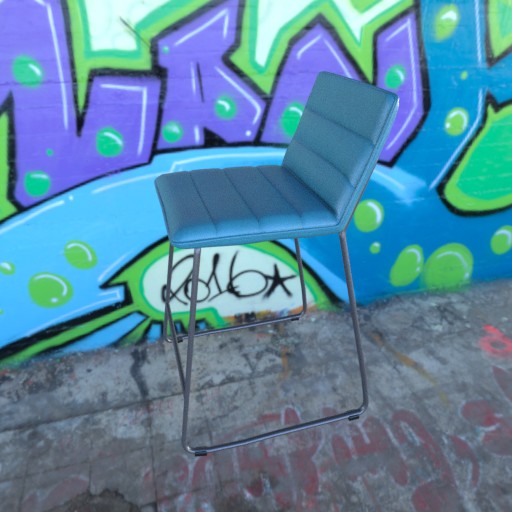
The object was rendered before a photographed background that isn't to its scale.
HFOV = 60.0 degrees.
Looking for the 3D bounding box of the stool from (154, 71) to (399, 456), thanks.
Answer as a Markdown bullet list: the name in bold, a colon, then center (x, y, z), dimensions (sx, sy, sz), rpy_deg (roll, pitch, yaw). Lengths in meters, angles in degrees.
- **stool**: center (0.000, 0.000, 1.182), dimensions (0.524, 0.866, 0.489), rpy_deg (-8, 31, -14)
